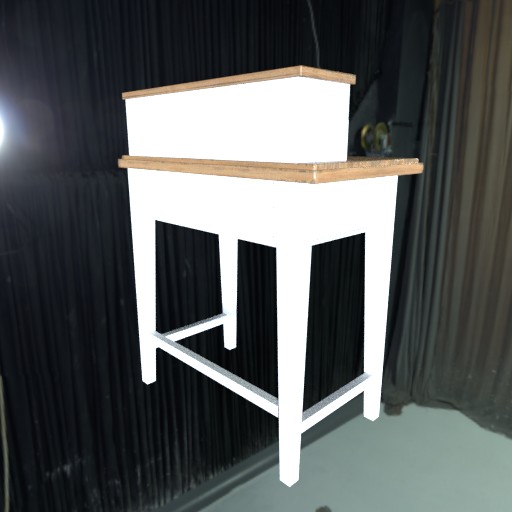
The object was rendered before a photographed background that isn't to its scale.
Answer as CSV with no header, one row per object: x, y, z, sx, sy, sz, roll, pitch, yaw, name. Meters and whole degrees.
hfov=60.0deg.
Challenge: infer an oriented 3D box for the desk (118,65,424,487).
0.000,0.000,1.387,0.462,0.981,0.814,-14,20,-42,desk
